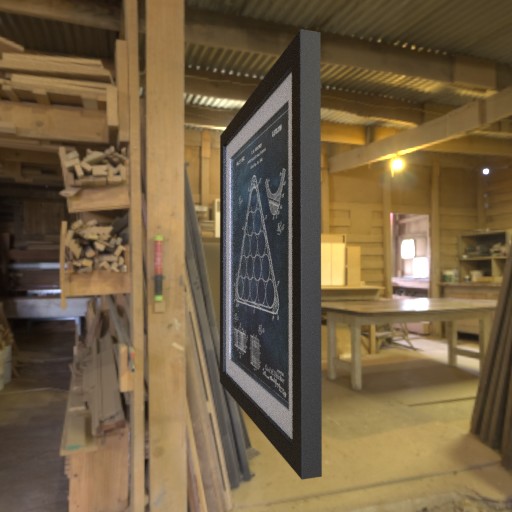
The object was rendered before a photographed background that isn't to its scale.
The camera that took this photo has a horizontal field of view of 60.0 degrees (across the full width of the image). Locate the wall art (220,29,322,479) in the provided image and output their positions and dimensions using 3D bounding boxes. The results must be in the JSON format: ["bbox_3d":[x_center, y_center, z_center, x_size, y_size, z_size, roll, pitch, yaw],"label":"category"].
[{"bbox_3d":[0.000,0.000,0.710,0.025,0.508,0.432,0,-1,-17],"label":"wall art"}]
